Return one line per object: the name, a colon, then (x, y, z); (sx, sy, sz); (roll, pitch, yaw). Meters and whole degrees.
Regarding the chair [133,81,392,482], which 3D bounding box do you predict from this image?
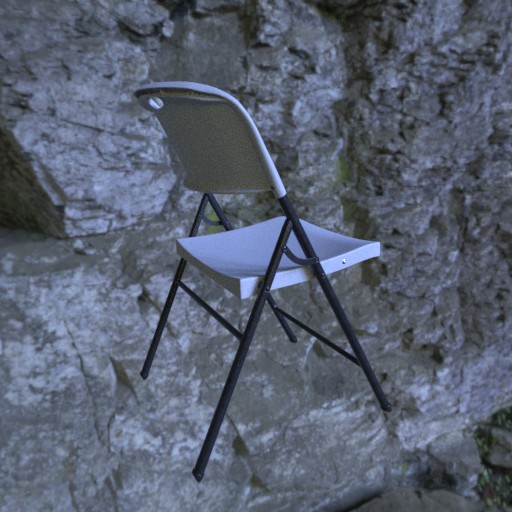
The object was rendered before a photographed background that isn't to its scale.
chair: (0.000, 0.000, 1.158); (0.566, 0.810, 0.494); (-8, 17, -27)
